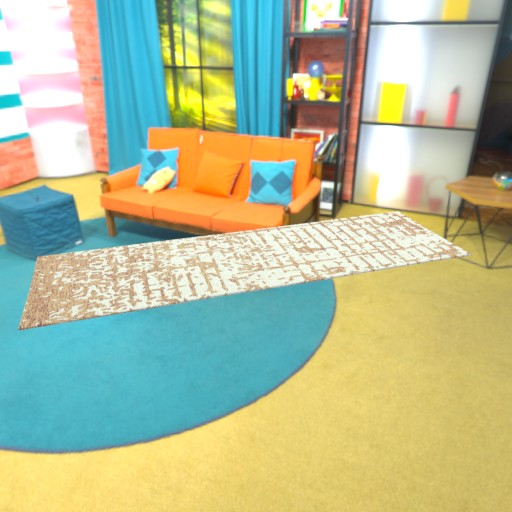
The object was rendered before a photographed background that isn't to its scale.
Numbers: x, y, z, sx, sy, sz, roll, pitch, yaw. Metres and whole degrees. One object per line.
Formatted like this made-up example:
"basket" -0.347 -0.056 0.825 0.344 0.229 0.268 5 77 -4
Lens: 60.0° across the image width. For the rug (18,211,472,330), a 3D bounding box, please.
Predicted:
"rug" 0.000 0.000 2.598 2.435 0.011 0.750 -8 28 -16
